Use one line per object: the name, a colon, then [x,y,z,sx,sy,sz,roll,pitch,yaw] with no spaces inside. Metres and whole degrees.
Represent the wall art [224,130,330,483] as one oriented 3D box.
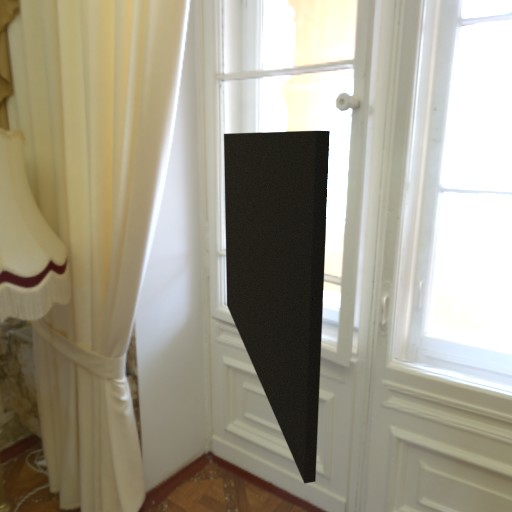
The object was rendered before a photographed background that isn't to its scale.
wall art: [0.000,0.000,1.231,0.049,0.659,0.964,-3,15,-11]
